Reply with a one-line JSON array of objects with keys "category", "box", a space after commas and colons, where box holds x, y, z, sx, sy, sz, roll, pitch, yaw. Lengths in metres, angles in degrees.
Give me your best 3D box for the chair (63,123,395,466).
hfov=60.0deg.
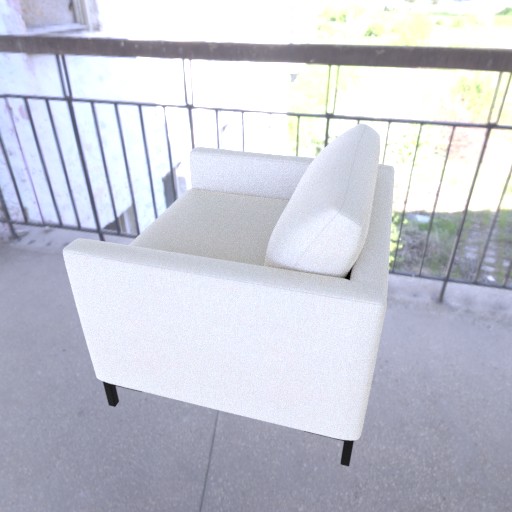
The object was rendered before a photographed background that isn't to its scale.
[{"category": "chair", "box": [0.000, 0.000, 1.579, 0.875, 0.806, 0.964, 9, 32, 14]}]
